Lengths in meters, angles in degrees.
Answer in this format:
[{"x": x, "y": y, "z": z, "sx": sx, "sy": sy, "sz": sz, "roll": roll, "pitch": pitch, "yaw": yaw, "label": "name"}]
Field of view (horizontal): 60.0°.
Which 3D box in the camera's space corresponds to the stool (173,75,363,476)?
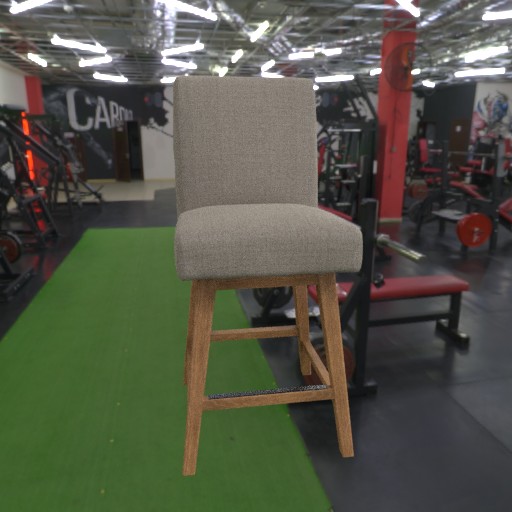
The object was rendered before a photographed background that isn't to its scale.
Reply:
[{"x": 0.000, "y": 0.000, "z": 1.272, "sx": 0.459, "sy": 1.010, "sz": 0.526, "roll": -2, "pitch": 16, "yaw": -9, "label": "stool"}]
